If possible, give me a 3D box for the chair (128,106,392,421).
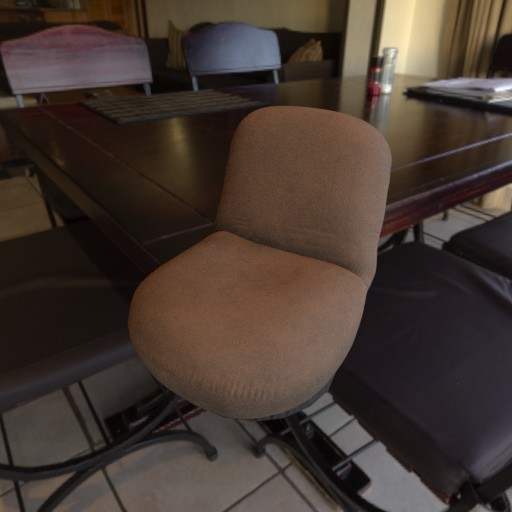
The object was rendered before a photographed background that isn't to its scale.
[{"bbox_3d":[0.000,0.000,1.041,0.521,0.594,0.597,19,35,29],"label":"chair"}]
